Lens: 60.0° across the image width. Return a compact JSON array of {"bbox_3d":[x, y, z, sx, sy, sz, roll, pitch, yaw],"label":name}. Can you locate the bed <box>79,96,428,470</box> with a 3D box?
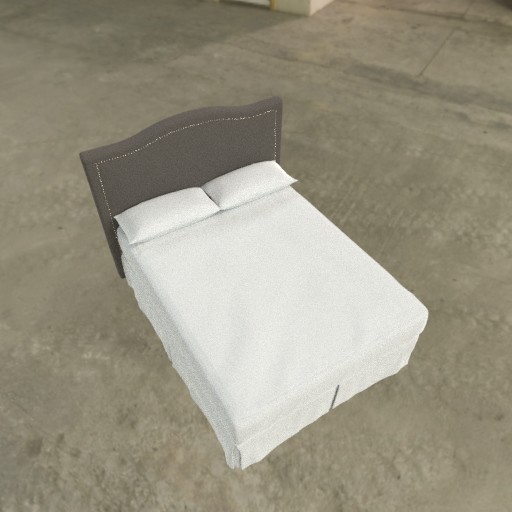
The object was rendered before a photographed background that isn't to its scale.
[{"bbox_3d":[0.000,0.000,3.201,1.666,1.387,2.036,-24,50,-22],"label":"bed"}]
